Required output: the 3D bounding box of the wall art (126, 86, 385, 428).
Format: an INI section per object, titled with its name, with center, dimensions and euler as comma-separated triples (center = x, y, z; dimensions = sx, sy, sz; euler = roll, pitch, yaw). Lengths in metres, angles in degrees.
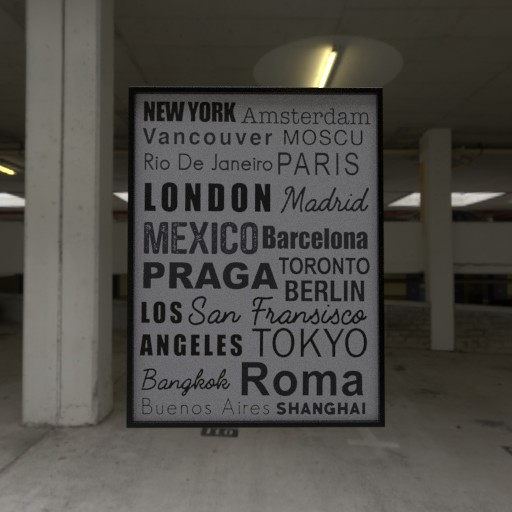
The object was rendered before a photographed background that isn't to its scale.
[wall art]
center = 0.000, 0.000, 1.382
dimensions = 0.788, 1.046, 0.043
euler = 0, -1, -1
